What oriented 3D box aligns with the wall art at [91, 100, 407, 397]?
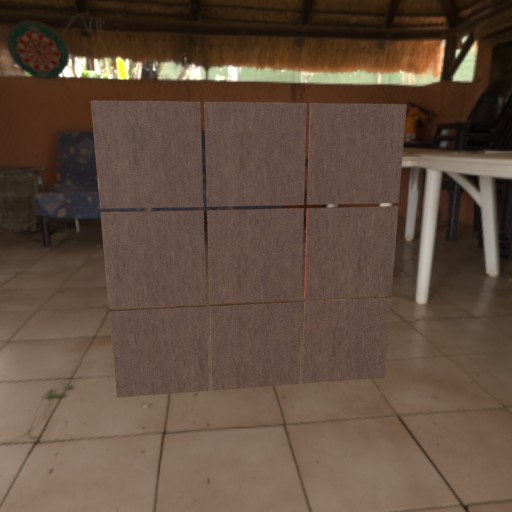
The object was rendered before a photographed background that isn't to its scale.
[{"bbox_3d":[0.000,0.000,1.394,0.915,0.914,0.013,-2,14,-8],"label":"wall art"}]
